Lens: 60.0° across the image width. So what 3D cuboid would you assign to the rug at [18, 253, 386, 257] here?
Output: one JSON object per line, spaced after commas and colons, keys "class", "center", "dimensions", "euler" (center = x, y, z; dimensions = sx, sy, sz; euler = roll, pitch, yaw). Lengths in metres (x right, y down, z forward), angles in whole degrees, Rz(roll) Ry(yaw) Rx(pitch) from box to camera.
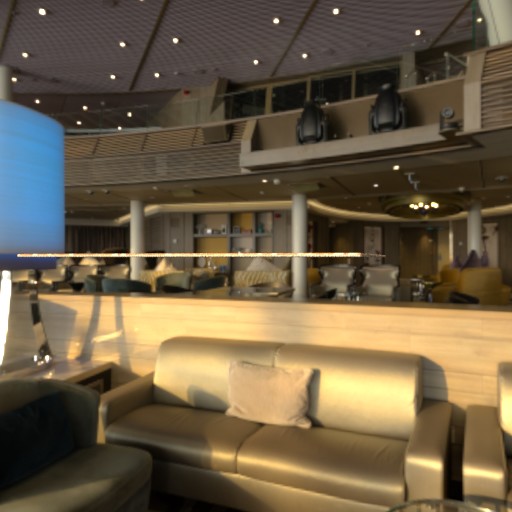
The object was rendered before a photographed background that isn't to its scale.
{"class": "rug", "center": [0.000, 0.000, 2.280], "dimensions": [1.219, 0.011, 1.829], "euler": [0, 0, 18]}
